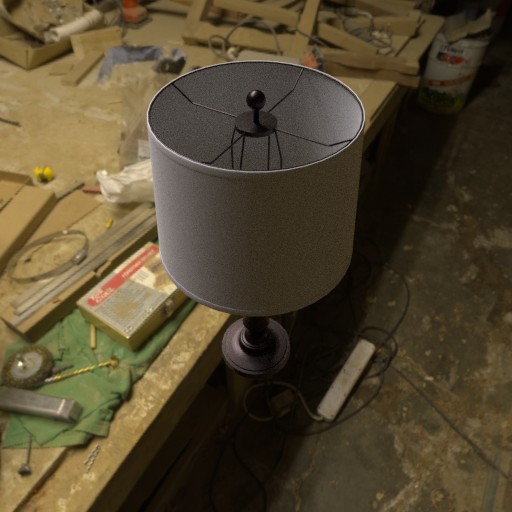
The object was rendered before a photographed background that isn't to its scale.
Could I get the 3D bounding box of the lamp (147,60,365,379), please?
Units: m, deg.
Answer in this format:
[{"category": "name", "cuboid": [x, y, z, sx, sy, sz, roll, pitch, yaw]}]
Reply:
[{"category": "lamp", "cuboid": [0.000, 0.000, 0.929, 0.383, 0.726, 0.383, 0, 47, 0]}]
